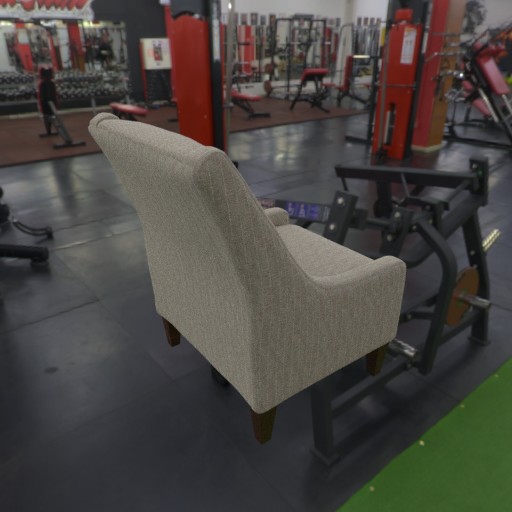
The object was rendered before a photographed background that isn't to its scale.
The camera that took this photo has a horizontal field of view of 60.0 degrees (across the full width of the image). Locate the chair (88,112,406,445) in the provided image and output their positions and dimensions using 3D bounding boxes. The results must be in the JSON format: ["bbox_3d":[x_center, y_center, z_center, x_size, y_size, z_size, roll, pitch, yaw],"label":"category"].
[{"bbox_3d":[0.000,0.000,1.657,0.870,1.014,0.774,-18,31,-32],"label":"chair"}]
